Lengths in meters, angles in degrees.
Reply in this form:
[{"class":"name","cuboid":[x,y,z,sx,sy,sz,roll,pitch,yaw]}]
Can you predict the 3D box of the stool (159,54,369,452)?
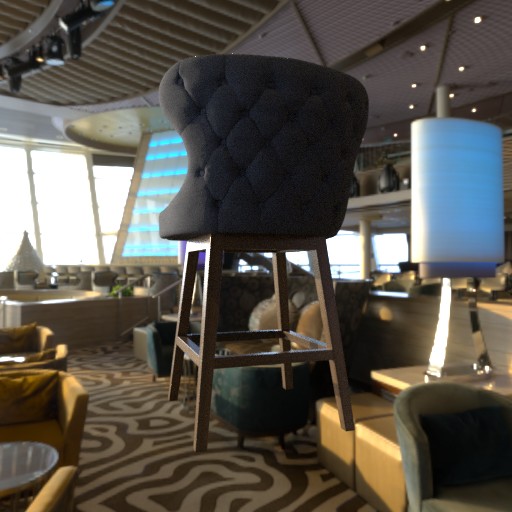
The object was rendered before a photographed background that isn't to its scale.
[{"class":"stool","cuboid":[0.000,0.000,1.350,0.615,0.972,0.597,0,-1,-19]}]
